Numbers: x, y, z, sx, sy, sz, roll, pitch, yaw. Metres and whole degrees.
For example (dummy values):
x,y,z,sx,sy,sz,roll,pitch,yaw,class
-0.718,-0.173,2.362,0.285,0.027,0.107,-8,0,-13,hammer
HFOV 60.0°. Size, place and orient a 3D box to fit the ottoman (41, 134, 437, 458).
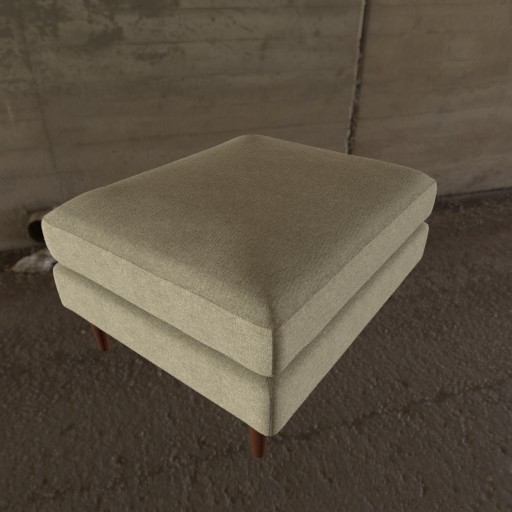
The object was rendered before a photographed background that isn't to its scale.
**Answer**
x,y,z,sx,sy,sz,roll,pitch,yaw,class
0.000,0.000,1.231,0.693,0.474,0.821,22,38,31,ottoman
